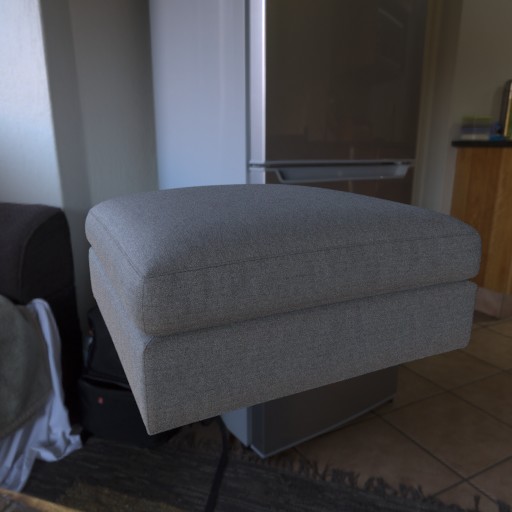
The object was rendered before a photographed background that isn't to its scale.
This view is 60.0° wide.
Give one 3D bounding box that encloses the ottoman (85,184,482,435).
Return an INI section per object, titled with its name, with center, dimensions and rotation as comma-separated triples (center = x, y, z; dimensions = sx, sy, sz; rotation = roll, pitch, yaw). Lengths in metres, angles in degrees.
[ottoman]
center = 0.000, 0.000, 1.568
dimensions = 1.041, 0.470, 1.041
rotation = -7, 16, -25
